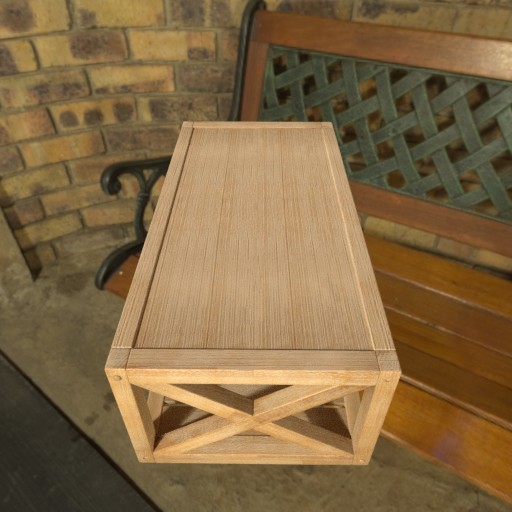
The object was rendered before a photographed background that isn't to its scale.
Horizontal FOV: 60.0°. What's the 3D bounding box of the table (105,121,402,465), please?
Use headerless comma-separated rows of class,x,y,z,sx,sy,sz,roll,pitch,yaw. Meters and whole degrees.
table,0.000,0.000,1.623,0.660,0.457,1.321,0,41,0
